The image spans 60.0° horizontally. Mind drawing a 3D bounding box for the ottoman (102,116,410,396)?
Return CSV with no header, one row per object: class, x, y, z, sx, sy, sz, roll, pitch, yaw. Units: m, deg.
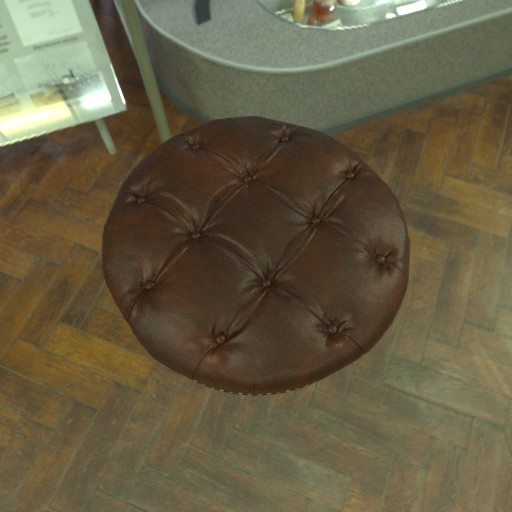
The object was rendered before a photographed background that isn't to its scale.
ottoman,0.000,0.000,1.418,0.901,0.455,0.901,0,63,0
